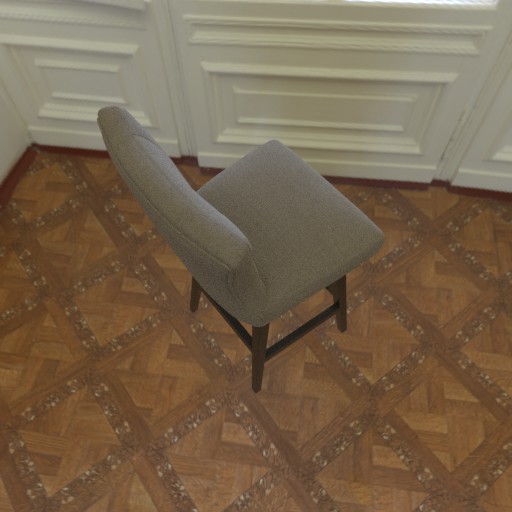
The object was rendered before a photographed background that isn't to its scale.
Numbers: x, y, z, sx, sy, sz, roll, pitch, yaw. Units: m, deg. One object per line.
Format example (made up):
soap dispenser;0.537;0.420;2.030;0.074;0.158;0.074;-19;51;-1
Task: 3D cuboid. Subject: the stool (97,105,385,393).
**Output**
stool;0.000;0.000;1.398;0.574;1.086;0.514;-34;64;-19
